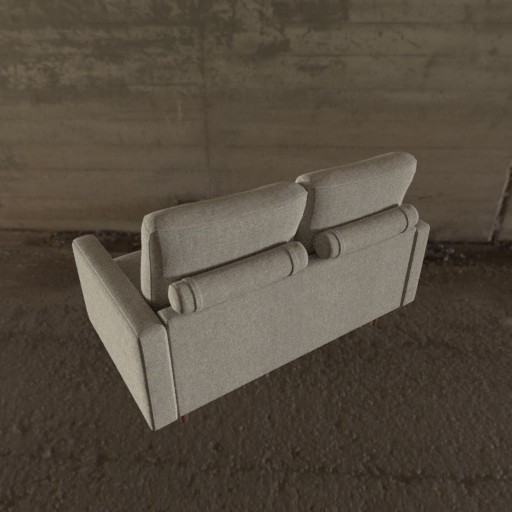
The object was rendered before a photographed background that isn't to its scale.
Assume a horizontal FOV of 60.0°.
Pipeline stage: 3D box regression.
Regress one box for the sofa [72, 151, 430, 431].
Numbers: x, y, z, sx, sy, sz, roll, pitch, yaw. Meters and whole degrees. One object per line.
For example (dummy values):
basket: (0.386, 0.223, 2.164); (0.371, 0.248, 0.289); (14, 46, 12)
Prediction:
sofa: (0.000, 0.000, 2.017); (1.407, 0.907, 0.842); (-19, 35, -29)
